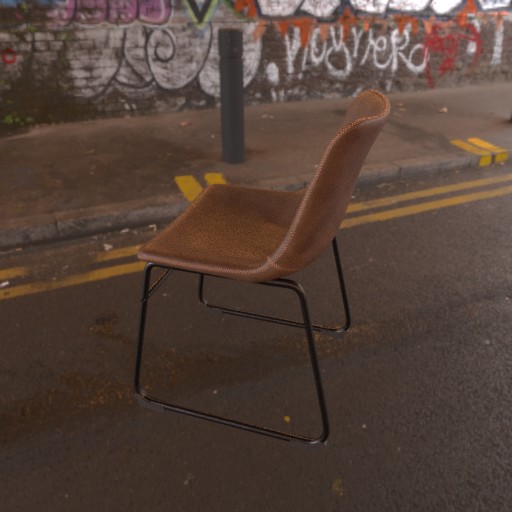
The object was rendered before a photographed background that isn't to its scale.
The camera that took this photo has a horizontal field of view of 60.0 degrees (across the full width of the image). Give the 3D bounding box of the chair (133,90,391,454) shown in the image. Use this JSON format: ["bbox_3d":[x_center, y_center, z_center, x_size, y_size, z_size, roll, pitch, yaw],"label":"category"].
[{"bbox_3d":[0.000,0.000,1.130,0.551,0.780,0.460,9,32,15],"label":"chair"}]
